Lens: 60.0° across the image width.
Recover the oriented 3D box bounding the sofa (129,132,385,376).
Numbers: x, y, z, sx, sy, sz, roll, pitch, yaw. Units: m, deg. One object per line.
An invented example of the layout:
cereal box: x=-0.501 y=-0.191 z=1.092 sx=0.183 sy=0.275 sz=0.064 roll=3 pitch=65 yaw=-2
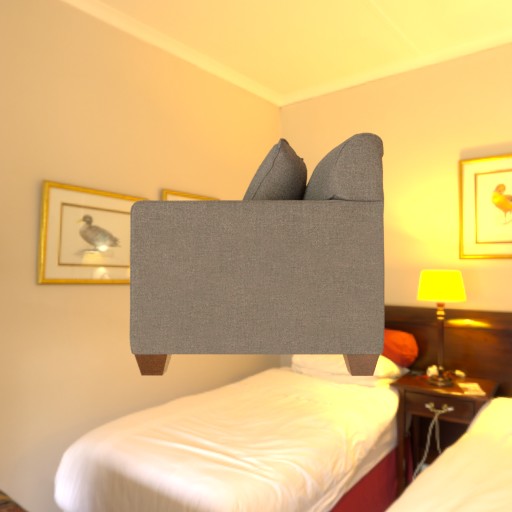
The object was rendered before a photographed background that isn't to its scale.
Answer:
sofa: x=0.000 y=0.000 z=2.554 sx=1.000 sy=0.958 sz=1.846 roll=0 pitch=-2 yaw=0
